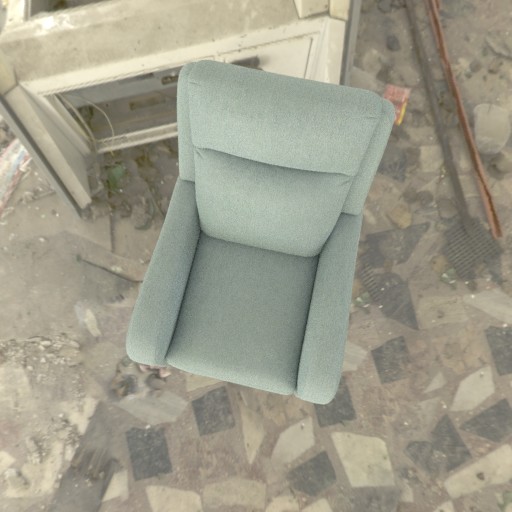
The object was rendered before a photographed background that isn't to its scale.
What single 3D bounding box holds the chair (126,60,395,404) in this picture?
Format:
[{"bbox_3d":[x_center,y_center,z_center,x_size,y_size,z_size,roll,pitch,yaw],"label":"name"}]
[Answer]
[{"bbox_3d":[0.000,0.000,1.732,0.785,1.067,0.988,12,77,3],"label":"chair"}]
